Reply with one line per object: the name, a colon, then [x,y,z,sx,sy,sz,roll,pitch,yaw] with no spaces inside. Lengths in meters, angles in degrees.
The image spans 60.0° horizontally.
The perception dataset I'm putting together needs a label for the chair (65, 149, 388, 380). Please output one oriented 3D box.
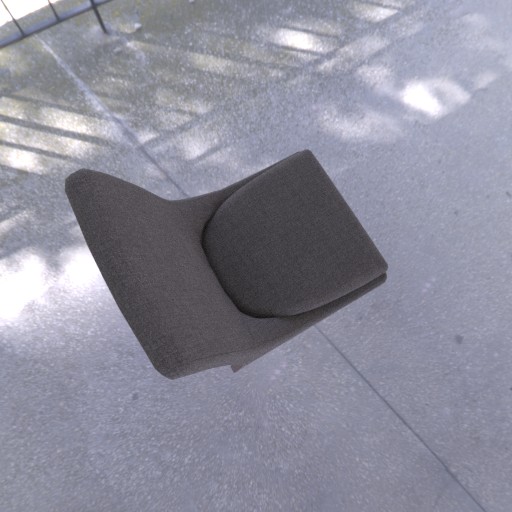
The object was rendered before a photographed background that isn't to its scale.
chair: [0.000,0.000,1.305,0.655,0.952,0.508,-29,77,-7]
